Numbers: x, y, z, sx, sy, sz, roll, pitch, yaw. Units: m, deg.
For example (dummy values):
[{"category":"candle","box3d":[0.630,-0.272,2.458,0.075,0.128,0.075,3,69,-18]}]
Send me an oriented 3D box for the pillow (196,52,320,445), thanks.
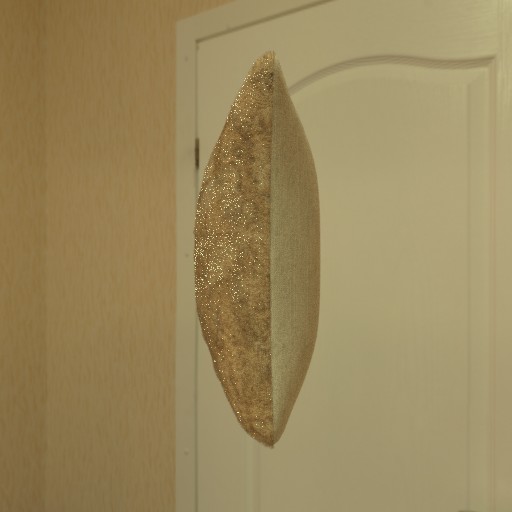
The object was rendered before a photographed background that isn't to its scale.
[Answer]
[{"category":"pillow","box3d":[0.000,0.000,0.813,0.216,0.525,0.538,0,0,2]}]
